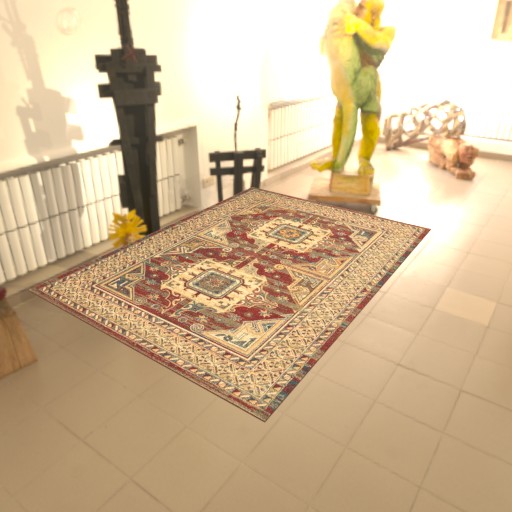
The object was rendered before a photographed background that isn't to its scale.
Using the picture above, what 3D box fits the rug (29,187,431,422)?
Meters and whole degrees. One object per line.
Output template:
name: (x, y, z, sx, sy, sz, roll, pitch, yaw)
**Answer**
rug: (0.000, 0.000, 4.238, 2.381, 0.013, 3.197, 18, 33, 31)
